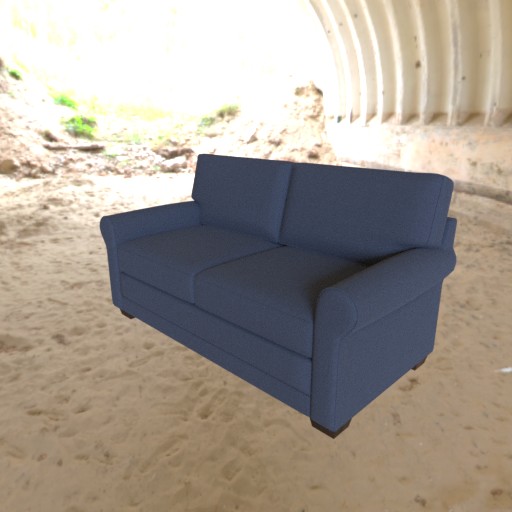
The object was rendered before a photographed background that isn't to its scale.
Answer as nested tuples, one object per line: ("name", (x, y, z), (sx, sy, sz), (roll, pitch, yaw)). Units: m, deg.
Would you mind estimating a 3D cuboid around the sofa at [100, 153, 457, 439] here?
("sofa", (0.000, 0.000, 2.534), (1.930, 1.020, 0.940), (17, 24, 42))
